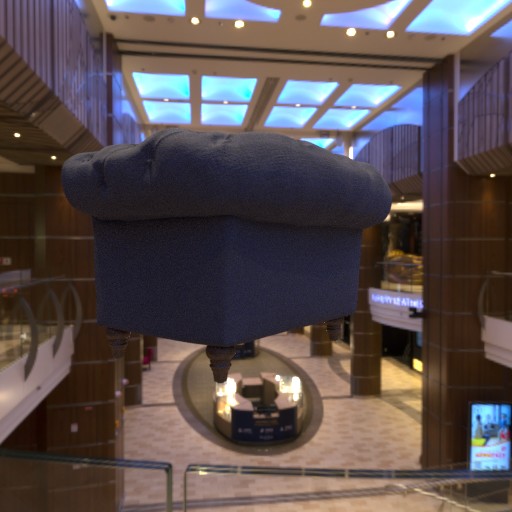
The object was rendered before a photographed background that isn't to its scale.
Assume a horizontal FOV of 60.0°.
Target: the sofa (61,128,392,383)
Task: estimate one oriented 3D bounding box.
[{"bbox_3d":[0.000,0.000,2.016,1.032,0.878,1.405,1,1,36],"label":"sofa"}]
